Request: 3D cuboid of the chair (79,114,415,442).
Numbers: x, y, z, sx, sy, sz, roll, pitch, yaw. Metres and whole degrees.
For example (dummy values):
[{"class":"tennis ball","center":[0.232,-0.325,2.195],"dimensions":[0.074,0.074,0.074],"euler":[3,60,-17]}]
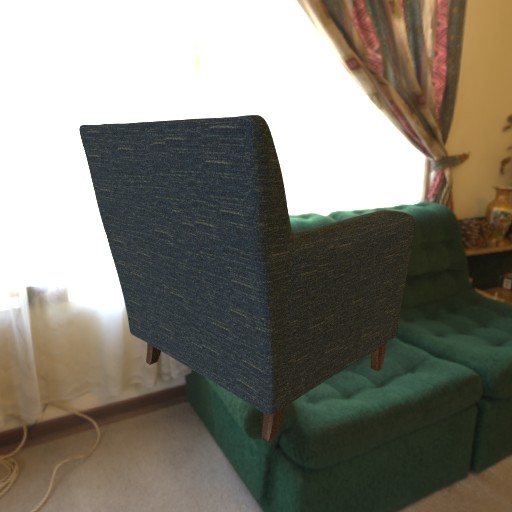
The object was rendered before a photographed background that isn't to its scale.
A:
[{"class":"chair","center":[0.000,0.000,1.625],"dimensions":[0.873,0.928,0.864],"euler":[-14,20,-43]}]
